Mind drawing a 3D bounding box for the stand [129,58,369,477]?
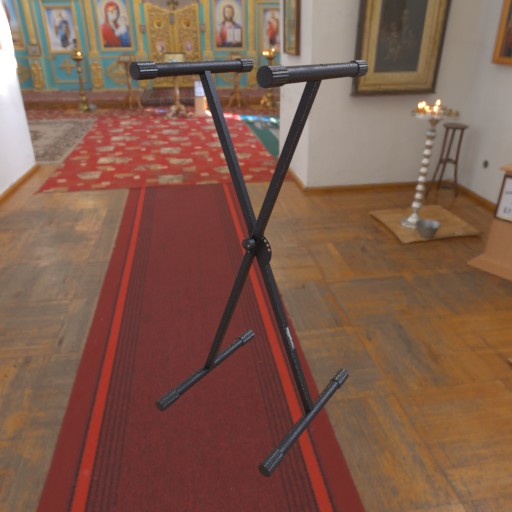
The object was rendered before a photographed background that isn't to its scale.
[{"bbox_3d":[0.000,0.000,1.166,0.409,0.940,0.449,17,30,32],"label":"stand"}]
